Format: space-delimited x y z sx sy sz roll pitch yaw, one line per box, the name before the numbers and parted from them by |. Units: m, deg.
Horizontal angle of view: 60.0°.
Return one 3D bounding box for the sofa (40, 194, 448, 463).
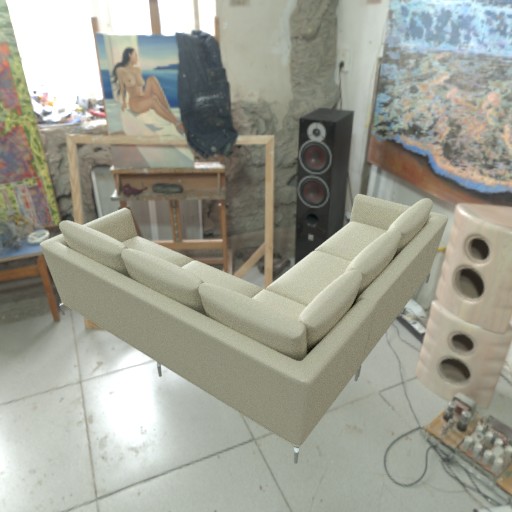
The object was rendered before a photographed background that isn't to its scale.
sofa | 0.000 0.000 3.785 2.448 0.867 2.430 21 36 31
